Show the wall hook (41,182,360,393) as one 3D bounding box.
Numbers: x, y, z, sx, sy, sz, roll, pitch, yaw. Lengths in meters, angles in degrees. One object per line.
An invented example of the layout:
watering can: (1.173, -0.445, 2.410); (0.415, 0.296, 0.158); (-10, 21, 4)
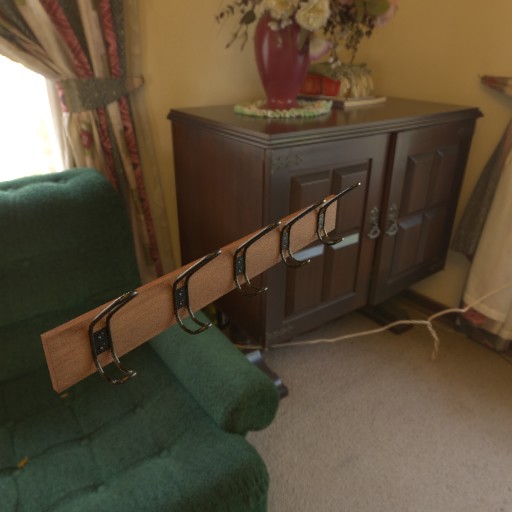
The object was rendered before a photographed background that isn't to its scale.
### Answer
wall hook: (0.000, 0.000, 0.592); (0.076, 0.116, 0.554); (18, 30, 34)
